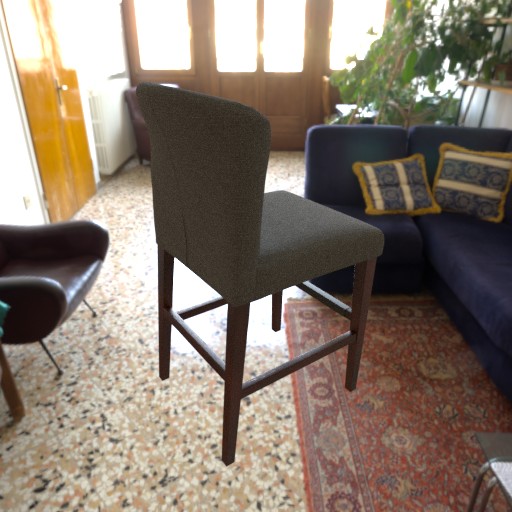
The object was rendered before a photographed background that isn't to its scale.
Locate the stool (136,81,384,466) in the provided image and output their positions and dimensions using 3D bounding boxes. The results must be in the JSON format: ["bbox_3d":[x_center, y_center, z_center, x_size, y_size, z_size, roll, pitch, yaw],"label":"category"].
[{"bbox_3d":[0.000,0.000,1.295,0.568,0.968,0.479,-17,31,-31],"label":"stool"}]
